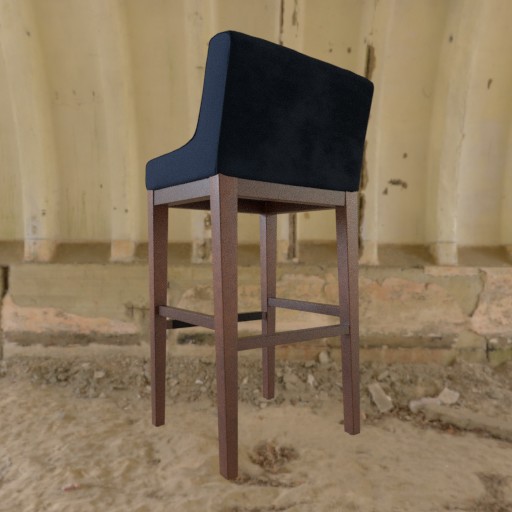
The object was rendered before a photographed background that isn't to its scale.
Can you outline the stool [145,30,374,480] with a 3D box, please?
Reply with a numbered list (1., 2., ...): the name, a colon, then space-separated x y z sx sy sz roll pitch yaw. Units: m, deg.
1. stool: 0.000 0.000 1.316 0.511 1.037 0.500 0 0 -37
